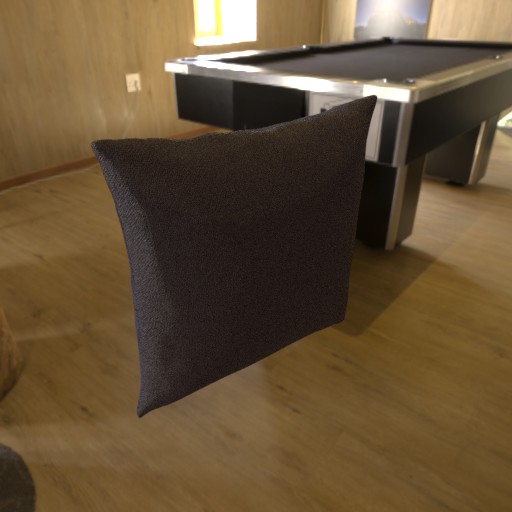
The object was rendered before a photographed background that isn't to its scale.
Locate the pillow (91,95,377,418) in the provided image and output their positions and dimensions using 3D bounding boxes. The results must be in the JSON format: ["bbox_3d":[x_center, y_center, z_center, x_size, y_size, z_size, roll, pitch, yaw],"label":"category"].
[{"bbox_3d":[0.000,0.000,0.694,0.452,0.439,0.204,-19,35,-29],"label":"pillow"}]
